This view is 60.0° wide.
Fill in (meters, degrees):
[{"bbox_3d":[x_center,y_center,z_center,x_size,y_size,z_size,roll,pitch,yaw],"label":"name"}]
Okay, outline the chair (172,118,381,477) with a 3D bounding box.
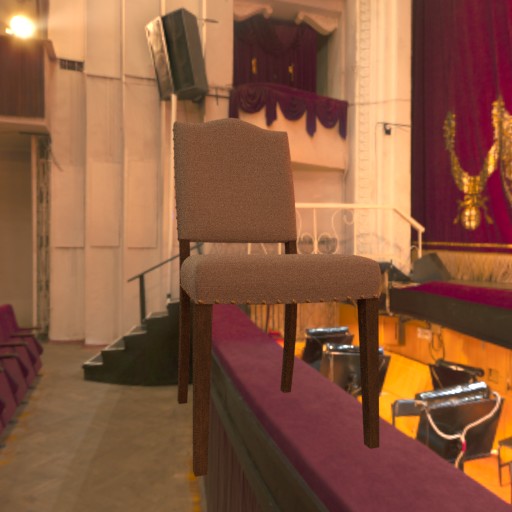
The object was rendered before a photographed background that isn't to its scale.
[{"bbox_3d":[0.000,0.000,1.385,0.508,1.020,0.620,0,0,-18],"label":"chair"}]
